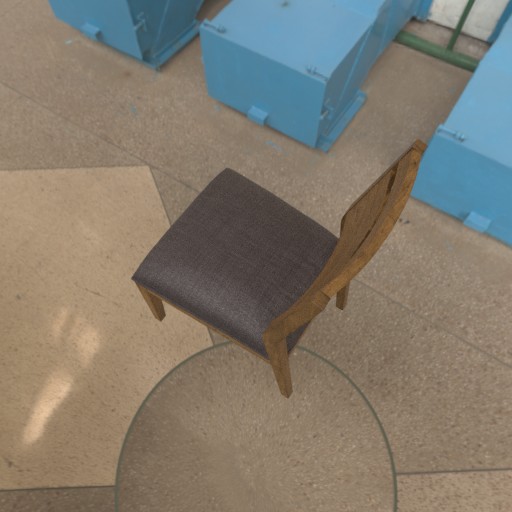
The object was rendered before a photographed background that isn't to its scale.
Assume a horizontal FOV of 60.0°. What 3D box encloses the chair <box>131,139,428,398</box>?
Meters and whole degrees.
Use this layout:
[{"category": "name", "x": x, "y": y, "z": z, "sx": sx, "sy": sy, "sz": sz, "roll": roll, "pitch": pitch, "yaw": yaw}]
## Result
[{"category": "chair", "x": 0.000, "y": 0.000, "z": 1.306, "sx": 0.610, "sy": 0.939, "sz": 0.501, "roll": 31, "pitch": 68, "yaw": 14}]
